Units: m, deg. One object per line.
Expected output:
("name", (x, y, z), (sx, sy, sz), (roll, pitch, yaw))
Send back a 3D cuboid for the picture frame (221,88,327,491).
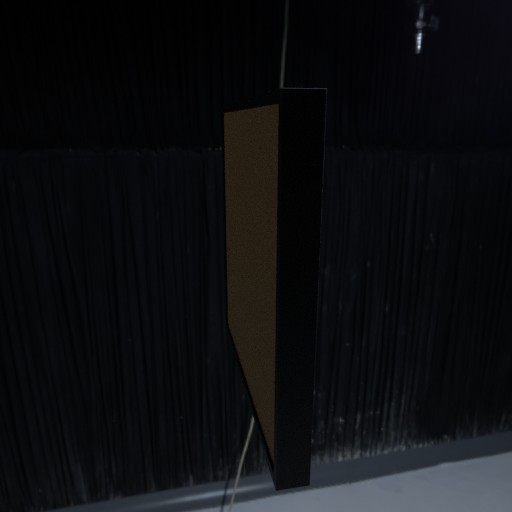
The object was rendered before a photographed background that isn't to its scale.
("picture frame", (0.000, 0.000, 0.478), (0.030, 0.317, 0.317), (-3, 17, -11))
